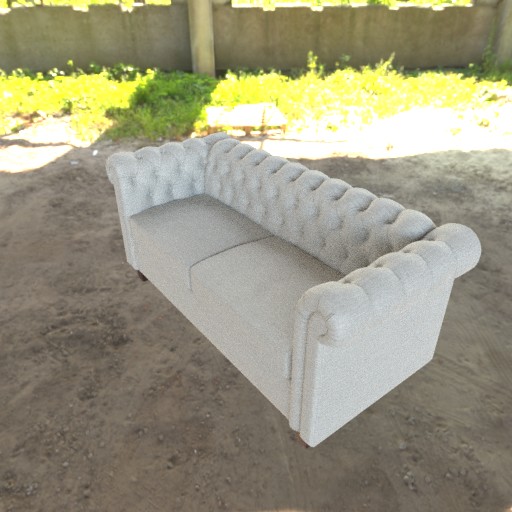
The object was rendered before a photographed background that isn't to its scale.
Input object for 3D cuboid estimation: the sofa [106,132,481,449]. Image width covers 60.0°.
[{"bbox_3d":[0.000,0.000,2.231,0.783,0.797,1.798,-22,37,-31],"label":"sofa"}]
